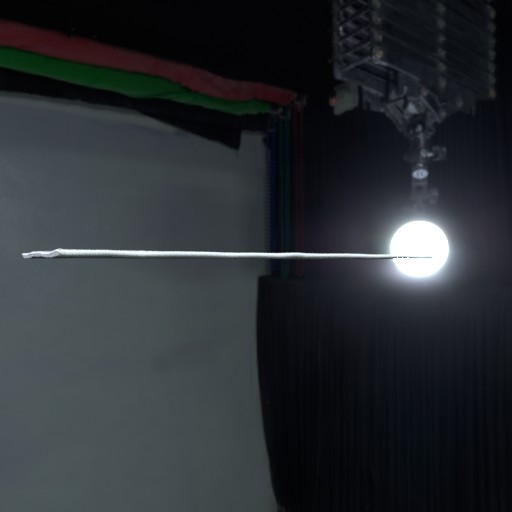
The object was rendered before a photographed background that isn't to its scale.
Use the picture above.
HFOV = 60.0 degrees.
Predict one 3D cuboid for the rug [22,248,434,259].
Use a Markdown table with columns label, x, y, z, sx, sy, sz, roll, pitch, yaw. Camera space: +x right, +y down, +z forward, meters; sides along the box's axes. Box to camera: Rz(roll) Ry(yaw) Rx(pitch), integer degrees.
| label | x | y | z | sx | sy | sz | roll | pitch | yaw |
| --- | --- | --- | --- | --- | --- | --- | --- | --- | --- |
| rug | 0.000 | 0.000 | 2.644 | 2.381 | 0.035 | 0.832 | 0 | -1 | -36 |
